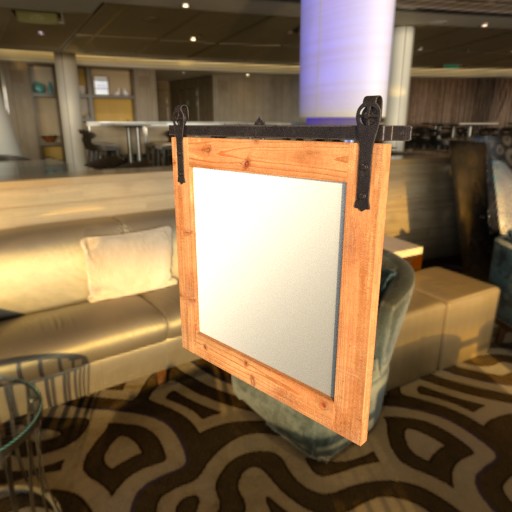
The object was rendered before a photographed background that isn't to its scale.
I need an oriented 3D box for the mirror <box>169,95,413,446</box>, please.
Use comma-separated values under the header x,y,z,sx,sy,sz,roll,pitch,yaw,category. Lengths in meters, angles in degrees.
x,y,z,sx,sy,sz,roll,pitch,yaw,category
0.000,0.000,1.214,0.805,0.800,0.054,16,23,42,mirror
